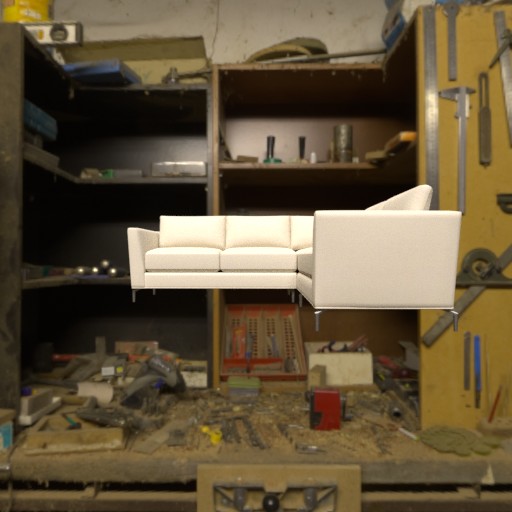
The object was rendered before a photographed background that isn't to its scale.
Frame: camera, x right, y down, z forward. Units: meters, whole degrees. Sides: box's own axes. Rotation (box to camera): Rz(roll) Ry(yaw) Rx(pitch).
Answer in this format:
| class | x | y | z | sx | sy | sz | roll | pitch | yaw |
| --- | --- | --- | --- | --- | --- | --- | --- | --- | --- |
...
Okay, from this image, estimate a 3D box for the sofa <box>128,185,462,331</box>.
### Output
| class | x | y | z | sx | sy | sz | roll | pitch | yaw |
| --- | --- | --- | --- | --- | --- | --- | --- | --- | --- |
| sofa | 0.000 | 0.000 | 3.760 | 2.430 | 0.867 | 2.448 | 0 | 0 | 1 |
